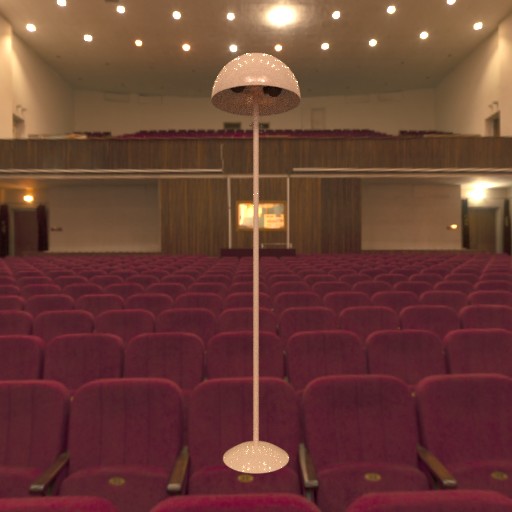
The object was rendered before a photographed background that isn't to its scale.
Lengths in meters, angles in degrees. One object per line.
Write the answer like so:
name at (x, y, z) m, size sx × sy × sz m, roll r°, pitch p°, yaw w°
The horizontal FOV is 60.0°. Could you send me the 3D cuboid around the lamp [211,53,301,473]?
lamp at (0.000, 0.000, 1.629) m, size 0.328 × 1.480 × 0.328 m, roll 0°, pitch 0°, yaw -1°
